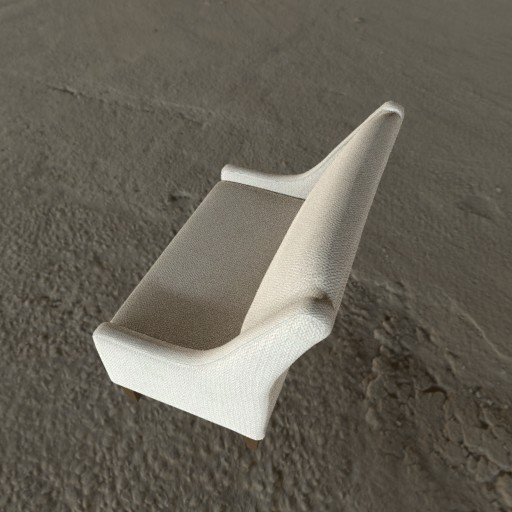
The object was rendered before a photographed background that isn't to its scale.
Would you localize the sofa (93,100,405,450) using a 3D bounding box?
[{"bbox_3d":[0.000,0.000,1.913,0.870,1.022,1.242,16,48,15],"label":"sofa"}]
